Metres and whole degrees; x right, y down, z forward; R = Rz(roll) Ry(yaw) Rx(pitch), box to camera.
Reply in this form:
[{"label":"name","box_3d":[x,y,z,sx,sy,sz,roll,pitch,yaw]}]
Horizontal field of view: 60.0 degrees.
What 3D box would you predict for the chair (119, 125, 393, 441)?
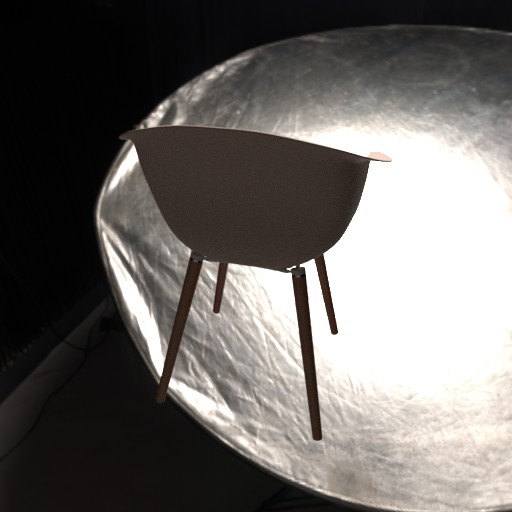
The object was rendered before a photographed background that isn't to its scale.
[{"label":"chair","box_3d":[0.000,0.000,1.140,0.593,0.781,0.504,8,32,14]}]
